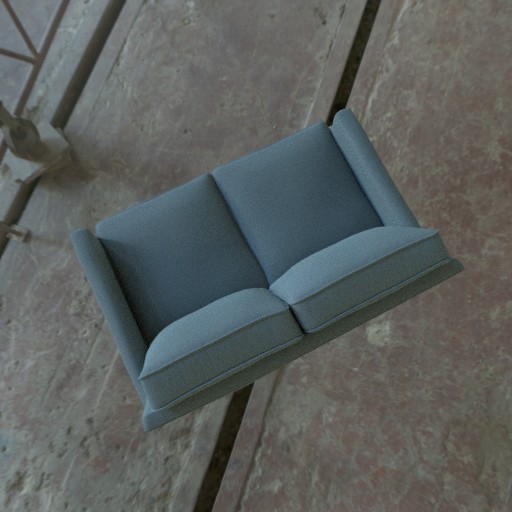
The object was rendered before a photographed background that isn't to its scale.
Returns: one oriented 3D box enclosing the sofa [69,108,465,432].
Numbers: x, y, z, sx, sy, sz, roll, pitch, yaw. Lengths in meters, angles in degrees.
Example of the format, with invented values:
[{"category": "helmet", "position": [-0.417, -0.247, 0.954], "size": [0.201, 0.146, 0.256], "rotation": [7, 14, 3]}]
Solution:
[{"category": "sofa", "position": [0.000, 0.000, 2.282], "size": [1.597, 1.003, 1.084], "rotation": [-26, 78, -6]}]
